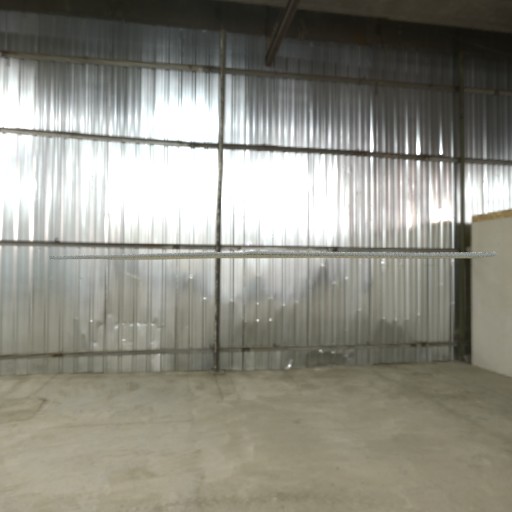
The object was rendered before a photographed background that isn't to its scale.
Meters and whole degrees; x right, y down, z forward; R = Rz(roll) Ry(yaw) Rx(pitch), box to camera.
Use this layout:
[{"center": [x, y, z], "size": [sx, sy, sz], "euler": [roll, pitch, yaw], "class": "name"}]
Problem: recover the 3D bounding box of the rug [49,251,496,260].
[{"center": [0.000, 0.000, 2.531], "size": [2.341, 0.037, 0.675], "euler": [0, -1, 19], "class": "rug"}]
